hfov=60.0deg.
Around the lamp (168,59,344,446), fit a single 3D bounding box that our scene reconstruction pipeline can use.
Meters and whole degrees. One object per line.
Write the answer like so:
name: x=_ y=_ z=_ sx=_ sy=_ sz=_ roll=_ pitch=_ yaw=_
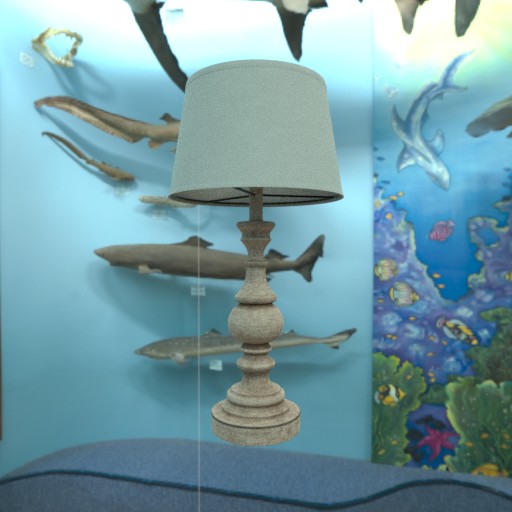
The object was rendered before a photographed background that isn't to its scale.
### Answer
lamp: x=0.000 y=0.000 z=0.875 sx=0.340 sy=0.678 sz=0.340 roll=0 pitch=1 yaw=0
